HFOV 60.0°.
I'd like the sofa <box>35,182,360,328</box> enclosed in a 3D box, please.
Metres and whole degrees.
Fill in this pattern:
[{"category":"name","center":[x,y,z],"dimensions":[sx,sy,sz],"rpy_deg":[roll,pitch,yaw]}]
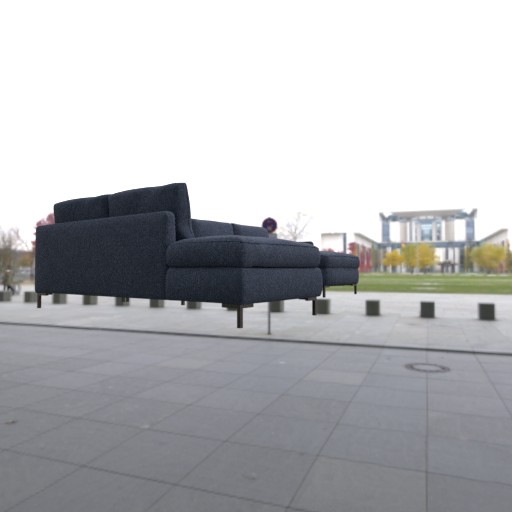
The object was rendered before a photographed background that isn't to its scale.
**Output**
[{"category":"sofa","center":[0.000,0.000,3.895],"dimensions":[2.007,0.813,2.956],"rpy_deg":[-1,-2,36]}]
